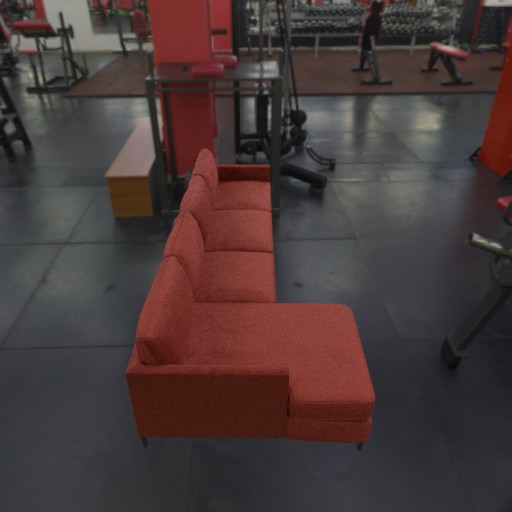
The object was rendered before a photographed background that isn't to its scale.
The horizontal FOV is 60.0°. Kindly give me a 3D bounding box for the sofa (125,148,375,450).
[{"bbox_3d":[0.000,0.000,4.095,1.500,0.967,3.400,0,33,1],"label":"sofa"}]
